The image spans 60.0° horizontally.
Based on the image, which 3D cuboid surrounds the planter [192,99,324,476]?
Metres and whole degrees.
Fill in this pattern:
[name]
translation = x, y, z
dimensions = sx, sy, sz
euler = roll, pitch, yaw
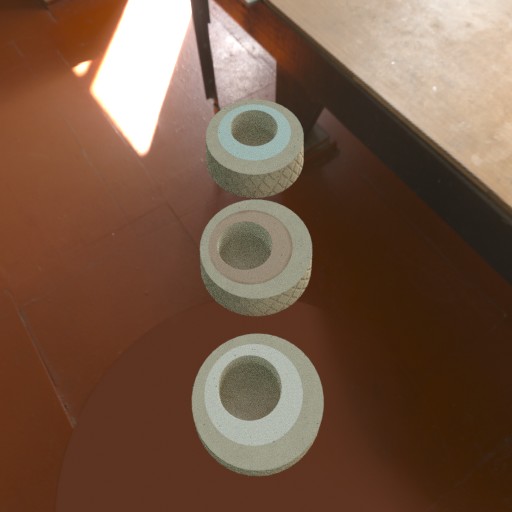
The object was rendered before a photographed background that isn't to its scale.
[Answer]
[planter]
translation = 0.000, 0.000, 0.438
dimensions = 0.114, 0.038, 0.390
euler = -1, 63, 0
